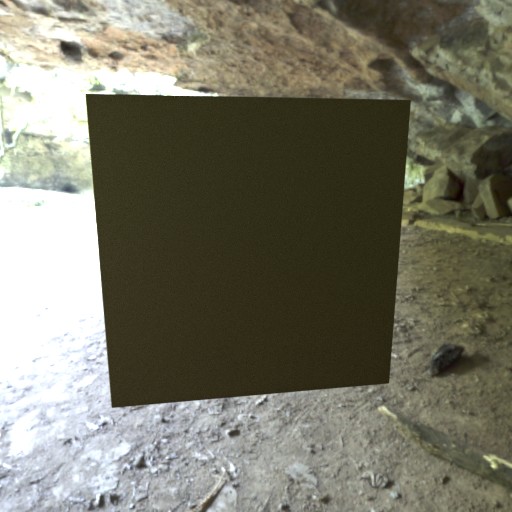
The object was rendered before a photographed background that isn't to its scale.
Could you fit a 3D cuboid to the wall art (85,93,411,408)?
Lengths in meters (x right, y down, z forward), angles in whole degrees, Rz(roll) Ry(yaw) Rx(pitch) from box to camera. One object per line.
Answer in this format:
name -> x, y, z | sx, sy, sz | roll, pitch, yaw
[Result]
wall art -> 0.000, 0.000, 0.749 | 0.503, 0.506, 0.031 | -2, 14, -9
